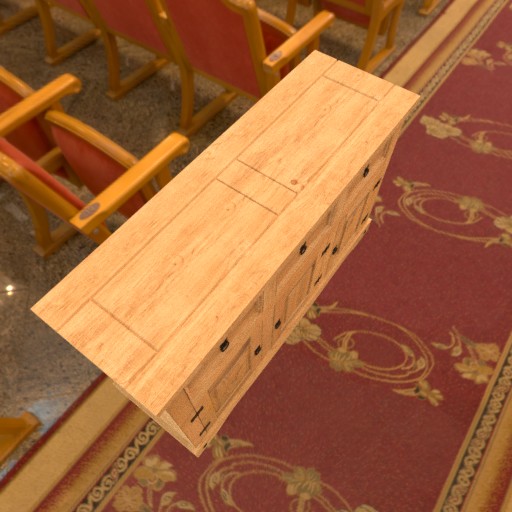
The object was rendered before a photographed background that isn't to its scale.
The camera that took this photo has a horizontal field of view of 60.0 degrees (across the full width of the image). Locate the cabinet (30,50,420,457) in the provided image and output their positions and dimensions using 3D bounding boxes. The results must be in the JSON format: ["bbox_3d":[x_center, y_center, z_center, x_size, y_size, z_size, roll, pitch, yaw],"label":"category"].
[{"bbox_3d":[0.000,0.000,1.668,0.432,0.810,1.321,33,64,18],"label":"cabinet"}]
